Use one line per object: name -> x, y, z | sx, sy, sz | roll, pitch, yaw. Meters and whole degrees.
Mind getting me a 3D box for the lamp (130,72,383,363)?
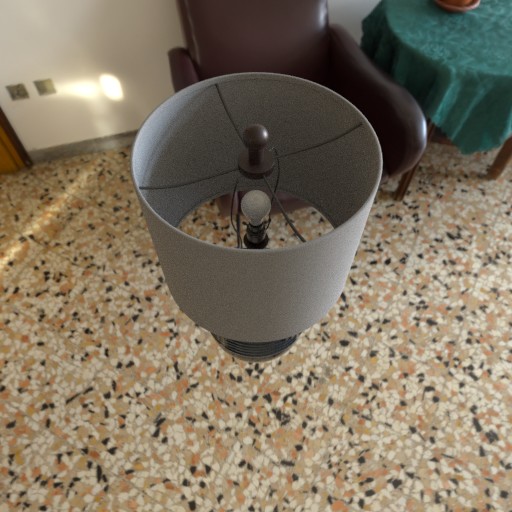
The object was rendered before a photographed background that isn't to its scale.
lamp -> 0.000, 0.000, 0.770 | 0.318, 0.567, 0.318 | 0, 57, 0
